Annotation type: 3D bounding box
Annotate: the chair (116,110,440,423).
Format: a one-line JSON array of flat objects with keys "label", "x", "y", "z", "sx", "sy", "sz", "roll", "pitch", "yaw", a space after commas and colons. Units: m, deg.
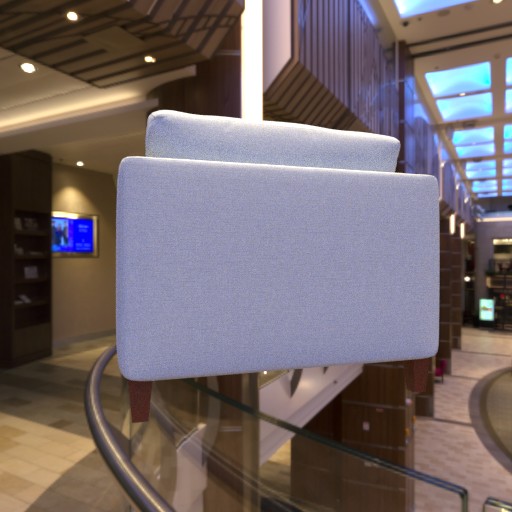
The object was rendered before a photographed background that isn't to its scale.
[{"label": "chair", "x": 0.000, "y": 0.000, "z": 1.839, "sx": 1.107, "sy": 0.961, "sz": 0.953, "roll": 0, "pitch": 0, "yaw": -17}]
